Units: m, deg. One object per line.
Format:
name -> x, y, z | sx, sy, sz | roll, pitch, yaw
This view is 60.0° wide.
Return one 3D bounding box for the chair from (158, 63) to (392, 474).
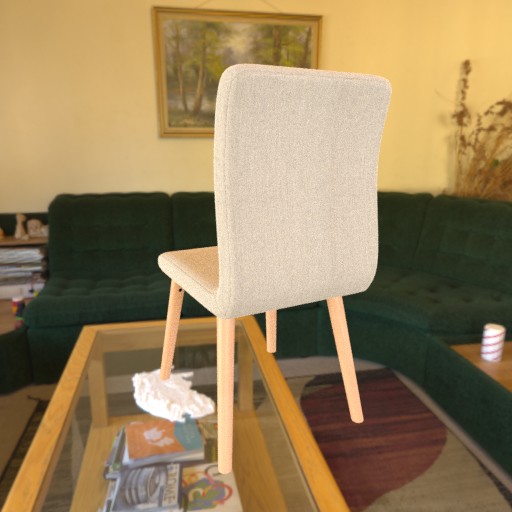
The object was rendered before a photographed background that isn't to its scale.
chair -> 0.000, 0.000, 1.209 | 0.435, 0.885, 0.550 | -8, 17, -27
